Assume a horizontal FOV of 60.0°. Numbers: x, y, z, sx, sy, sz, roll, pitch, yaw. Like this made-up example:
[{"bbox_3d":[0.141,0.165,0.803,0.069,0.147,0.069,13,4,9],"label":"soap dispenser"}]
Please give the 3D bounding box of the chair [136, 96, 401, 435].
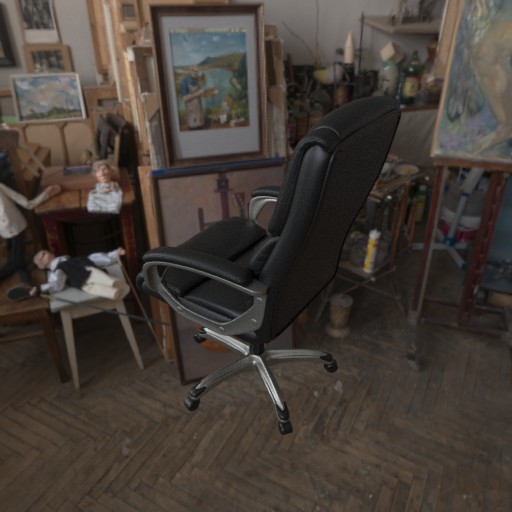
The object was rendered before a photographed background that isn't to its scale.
[{"bbox_3d":[0.000,0.000,1.587,0.739,1.155,0.663,21,38,29],"label":"chair"}]
